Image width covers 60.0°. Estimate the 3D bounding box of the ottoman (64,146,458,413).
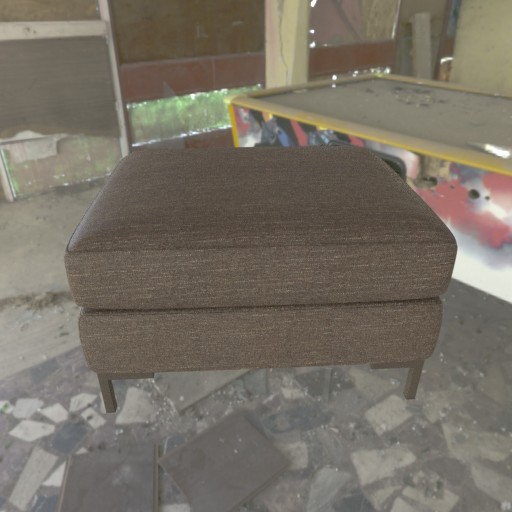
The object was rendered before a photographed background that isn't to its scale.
[{"bbox_3d":[0.000,0.000,1.238,0.820,0.490,0.671,-2,30,-3],"label":"ottoman"}]
